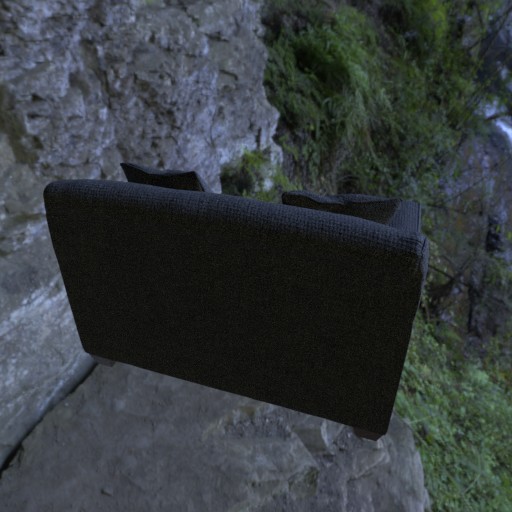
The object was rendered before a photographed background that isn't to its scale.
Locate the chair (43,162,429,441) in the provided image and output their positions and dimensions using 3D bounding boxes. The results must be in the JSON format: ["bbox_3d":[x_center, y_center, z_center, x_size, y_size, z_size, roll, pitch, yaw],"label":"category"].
[{"bbox_3d":[0.000,0.000,2.044,1.383,0.948,1.000,10,34,16],"label":"chair"}]
